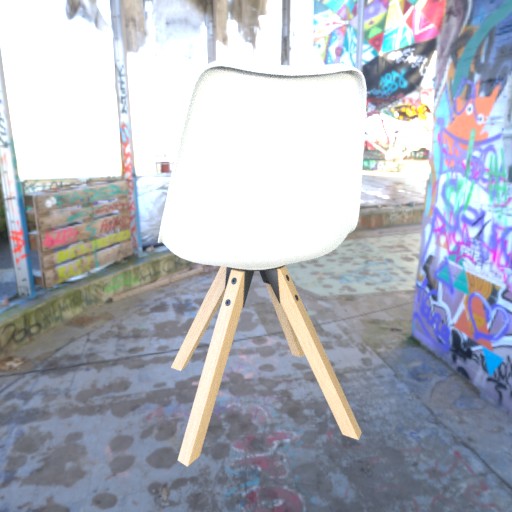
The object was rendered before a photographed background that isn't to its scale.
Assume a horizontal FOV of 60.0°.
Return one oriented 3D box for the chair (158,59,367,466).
[{"bbox_3d":[0.000,0.000,1.133,0.485,0.850,0.550,-3,16,-12],"label":"chair"}]
